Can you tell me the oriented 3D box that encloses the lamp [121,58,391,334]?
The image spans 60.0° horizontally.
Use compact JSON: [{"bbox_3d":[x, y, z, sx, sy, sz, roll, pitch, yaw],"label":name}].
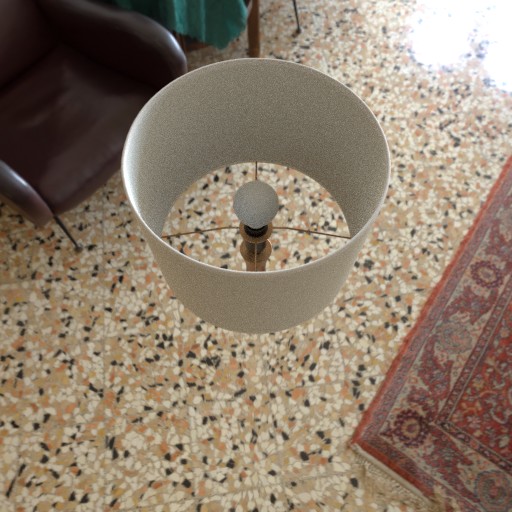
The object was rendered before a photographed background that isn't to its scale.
[{"bbox_3d":[0.000,0.000,0.658,0.268,0.479,0.268,0,64,0],"label":"lamp"}]
